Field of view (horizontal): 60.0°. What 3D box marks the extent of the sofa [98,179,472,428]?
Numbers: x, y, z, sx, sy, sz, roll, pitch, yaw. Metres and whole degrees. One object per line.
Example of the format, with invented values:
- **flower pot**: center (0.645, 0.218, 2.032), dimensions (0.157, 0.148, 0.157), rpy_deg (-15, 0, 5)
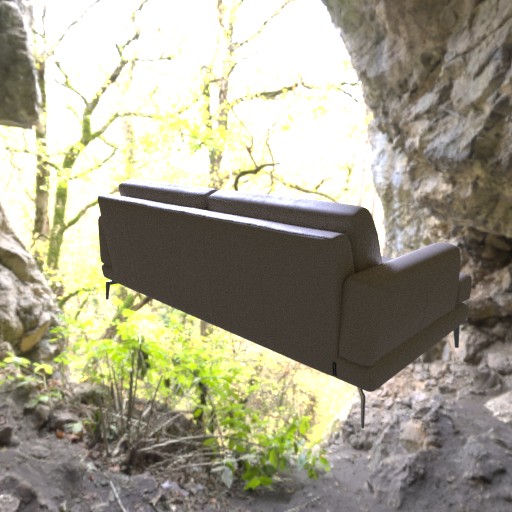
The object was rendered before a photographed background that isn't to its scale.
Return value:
- **sofa**: center (0.000, 0.000, 2.396), dimensions (1.940, 0.765, 0.974), rpy_deg (14, 20, 42)
